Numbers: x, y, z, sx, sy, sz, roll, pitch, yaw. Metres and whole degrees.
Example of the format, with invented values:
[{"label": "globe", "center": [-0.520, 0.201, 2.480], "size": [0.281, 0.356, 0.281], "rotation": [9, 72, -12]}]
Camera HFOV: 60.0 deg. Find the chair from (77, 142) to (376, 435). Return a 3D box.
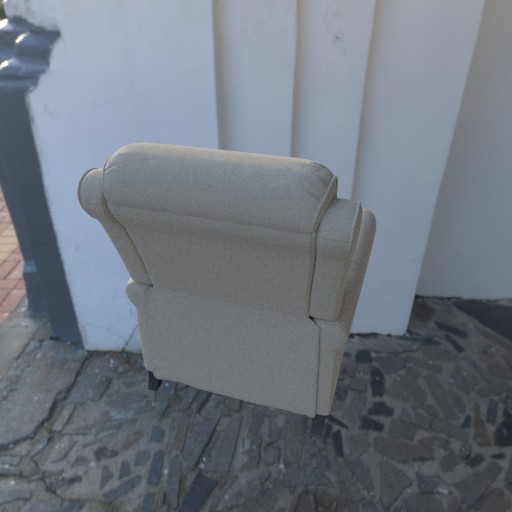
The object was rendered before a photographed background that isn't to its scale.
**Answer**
[{"label": "chair", "center": [0.000, 0.000, 1.738], "size": [0.859, 1.046, 0.919], "rotation": [10, 33, 15]}]
